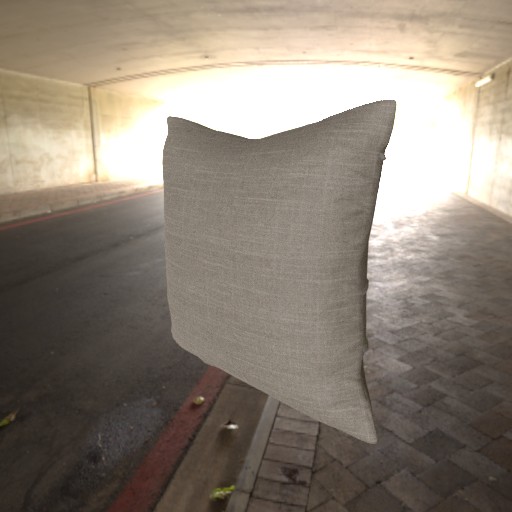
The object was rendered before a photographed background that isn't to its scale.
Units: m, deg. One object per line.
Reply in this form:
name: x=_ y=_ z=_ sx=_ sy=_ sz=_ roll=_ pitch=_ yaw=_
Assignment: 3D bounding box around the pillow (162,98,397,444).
pillow: x=0.000 y=0.000 z=0.635 sx=0.169 sy=0.400 sz=0.424 roll=-14 pitch=20 yaw=-43
